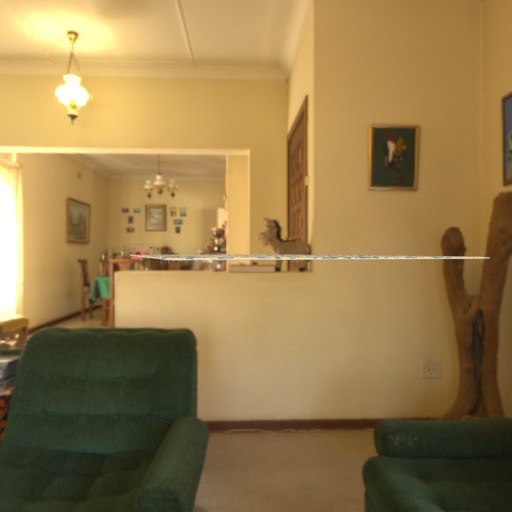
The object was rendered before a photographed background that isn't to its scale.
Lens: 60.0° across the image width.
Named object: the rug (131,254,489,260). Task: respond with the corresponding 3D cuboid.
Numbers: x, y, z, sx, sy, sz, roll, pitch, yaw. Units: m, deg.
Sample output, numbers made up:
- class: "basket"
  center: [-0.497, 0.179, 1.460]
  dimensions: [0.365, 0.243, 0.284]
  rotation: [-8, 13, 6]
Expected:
- class: "rug"
  center: [0.000, 0.000, 3.004]
  dimensions: [1.520, 0.011, 2.447]
  rotation: [0, 0, -19]
